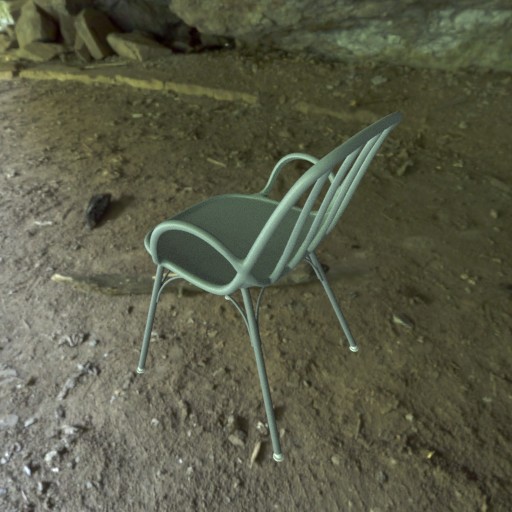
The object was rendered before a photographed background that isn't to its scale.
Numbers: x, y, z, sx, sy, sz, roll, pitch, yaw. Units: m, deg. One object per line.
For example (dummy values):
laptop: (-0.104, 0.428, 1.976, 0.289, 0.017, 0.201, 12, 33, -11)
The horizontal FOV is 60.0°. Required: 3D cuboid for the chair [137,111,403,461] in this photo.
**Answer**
chair: (0.000, 0.000, 1.221, 0.597, 0.816, 0.549, 20, 37, 29)
